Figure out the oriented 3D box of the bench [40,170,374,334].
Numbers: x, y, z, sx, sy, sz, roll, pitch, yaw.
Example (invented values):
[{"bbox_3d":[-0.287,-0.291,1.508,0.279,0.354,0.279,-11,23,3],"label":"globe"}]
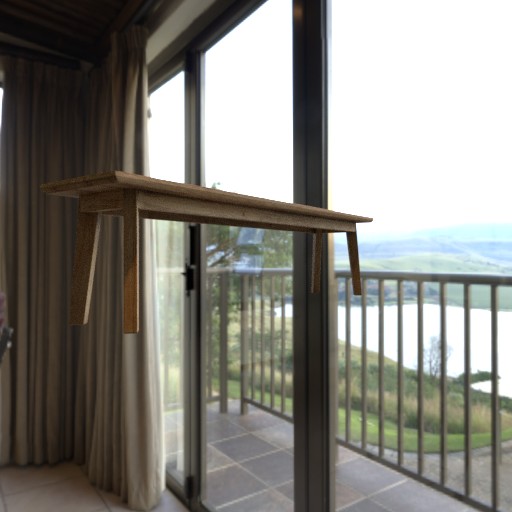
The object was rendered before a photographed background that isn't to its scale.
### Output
[{"bbox_3d":[0.000,0.000,1.917,0.378,0.431,1.698,0,0,37],"label":"bench"}]
